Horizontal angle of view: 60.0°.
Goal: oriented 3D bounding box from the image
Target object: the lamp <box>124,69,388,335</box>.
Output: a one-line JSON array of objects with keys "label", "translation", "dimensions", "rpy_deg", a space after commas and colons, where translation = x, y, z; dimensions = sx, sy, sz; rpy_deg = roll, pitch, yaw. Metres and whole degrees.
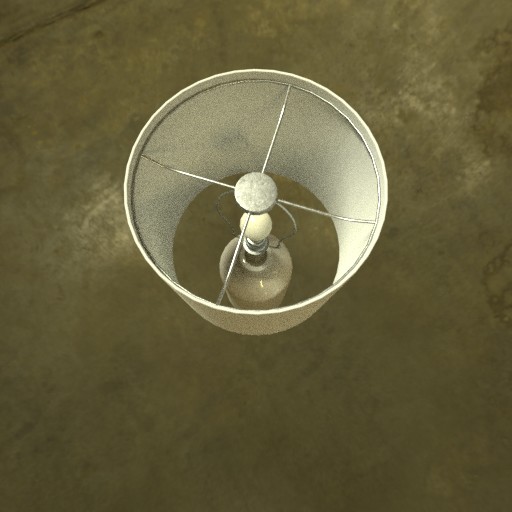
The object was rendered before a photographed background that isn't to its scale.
[{"label": "lamp", "translation": [0.000, 0.000, 0.570], "dimensions": [0.207, 0.461, 0.207], "rpy_deg": [17, 76, 4]}]
